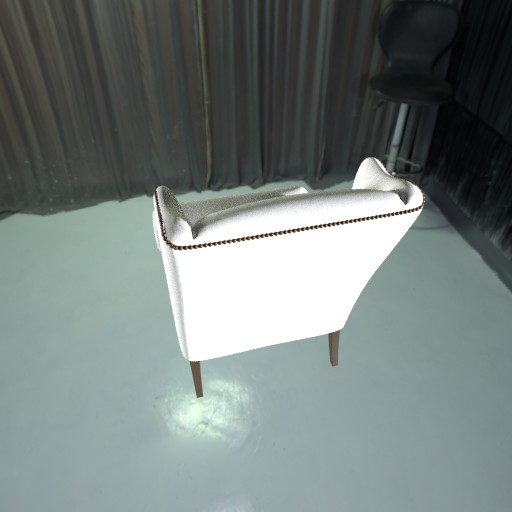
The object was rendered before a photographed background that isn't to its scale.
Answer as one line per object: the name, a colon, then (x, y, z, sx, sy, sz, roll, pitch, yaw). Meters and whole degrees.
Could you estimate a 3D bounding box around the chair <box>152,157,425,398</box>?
chair: (0.000, 0.000, 1.715, 0.737, 1.029, 0.940, -10, 42, -11)
